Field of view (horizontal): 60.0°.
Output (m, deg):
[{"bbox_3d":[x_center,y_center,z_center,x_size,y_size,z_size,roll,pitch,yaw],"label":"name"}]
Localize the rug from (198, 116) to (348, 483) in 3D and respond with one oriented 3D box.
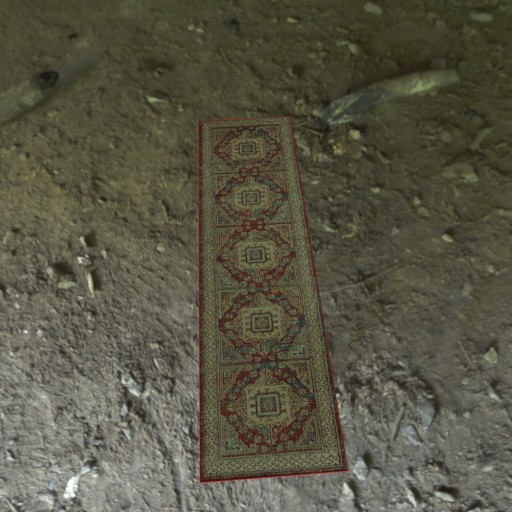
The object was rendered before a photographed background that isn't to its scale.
[{"bbox_3d":[0.000,0.000,2.548,0.659,0.015,2.292,-3,59,-2],"label":"rug"}]
